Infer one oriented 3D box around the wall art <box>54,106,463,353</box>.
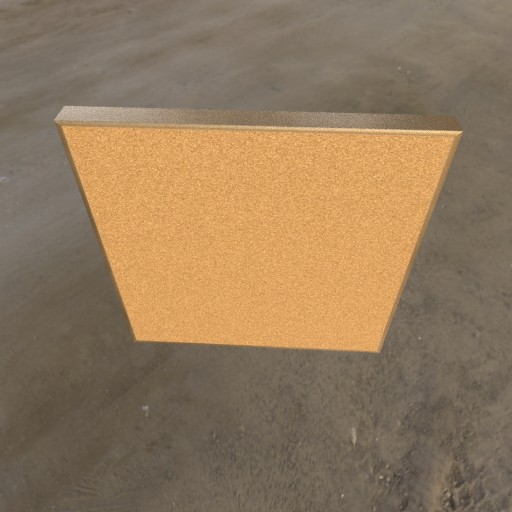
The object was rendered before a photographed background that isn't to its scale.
[{"bbox_3d":[0.000,0.000,0.752,0.513,0.511,0.038,2,46,2],"label":"wall art"}]
